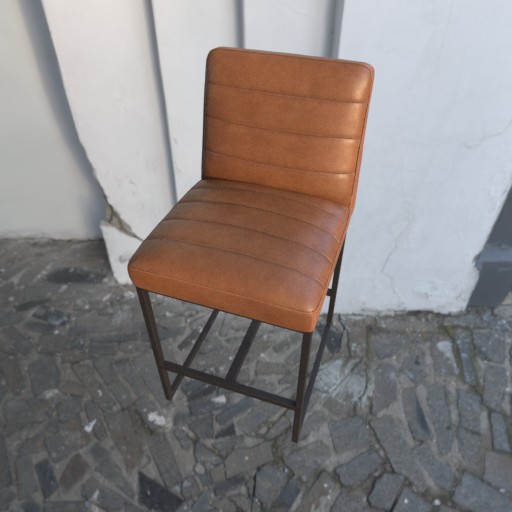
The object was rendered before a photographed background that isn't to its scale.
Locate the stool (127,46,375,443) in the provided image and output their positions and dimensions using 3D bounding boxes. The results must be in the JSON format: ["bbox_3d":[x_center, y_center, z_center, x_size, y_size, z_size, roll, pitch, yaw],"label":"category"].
[{"bbox_3d":[0.000,0.000,1.238,0.458,0.940,0.556,13,43,14],"label":"stool"}]
